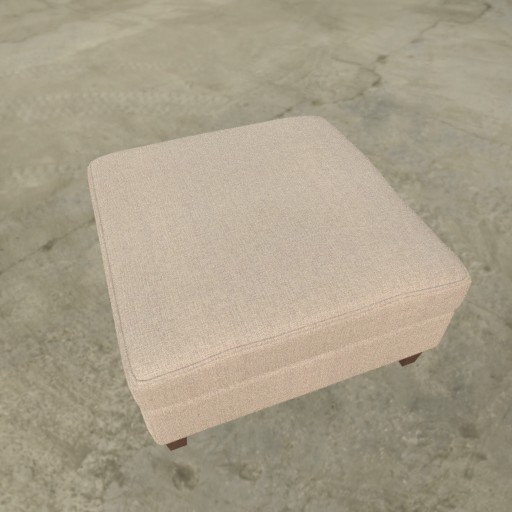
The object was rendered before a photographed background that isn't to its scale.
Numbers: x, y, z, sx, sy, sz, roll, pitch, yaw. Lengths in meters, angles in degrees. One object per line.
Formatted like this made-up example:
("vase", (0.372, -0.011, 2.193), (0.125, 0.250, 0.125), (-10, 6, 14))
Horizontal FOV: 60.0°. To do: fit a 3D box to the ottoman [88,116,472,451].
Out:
("ottoman", (0.000, 0.000, 1.344), (0.838, 0.481, 0.838), (-15, 48, -14))
